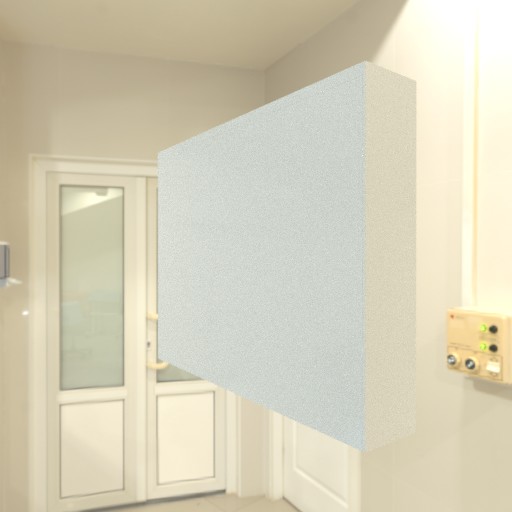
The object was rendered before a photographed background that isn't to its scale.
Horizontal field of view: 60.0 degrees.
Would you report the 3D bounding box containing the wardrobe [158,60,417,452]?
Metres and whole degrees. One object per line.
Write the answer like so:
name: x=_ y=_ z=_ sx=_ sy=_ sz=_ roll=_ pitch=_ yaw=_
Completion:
wardrobe: x=0.000 y=0.000 z=4.045 sx=0.580 sy=2.360 sz=3.000 roll=0 pitch=0 yaw=-36
